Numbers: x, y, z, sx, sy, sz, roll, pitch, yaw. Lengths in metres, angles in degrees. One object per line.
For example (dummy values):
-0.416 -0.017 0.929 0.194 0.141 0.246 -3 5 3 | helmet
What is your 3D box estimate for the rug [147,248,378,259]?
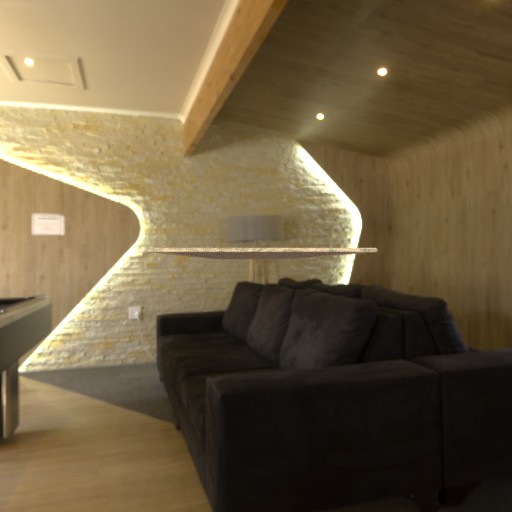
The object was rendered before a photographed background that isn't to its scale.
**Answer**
0.000 0.000 2.465 0.700 0.014 2.290 0 -1 -1 | rug
